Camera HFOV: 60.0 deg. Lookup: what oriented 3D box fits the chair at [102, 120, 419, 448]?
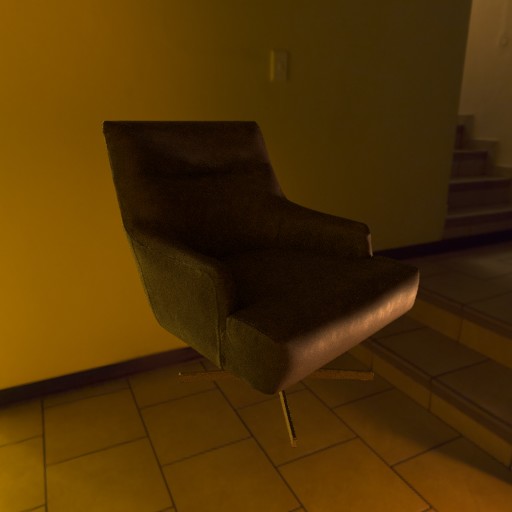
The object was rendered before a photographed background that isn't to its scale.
[{"bbox_3d":[0.000,0.000,1.487,0.874,0.870,0.738,16,23,42],"label":"chair"}]
